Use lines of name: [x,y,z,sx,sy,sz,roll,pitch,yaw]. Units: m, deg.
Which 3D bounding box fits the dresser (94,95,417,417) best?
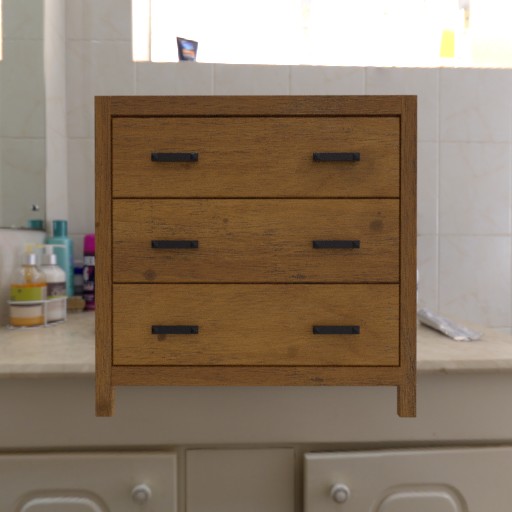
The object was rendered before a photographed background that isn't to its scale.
dresser: [0.000,0.000,1.292,0.804,0.804,0.427,0,0,0]
